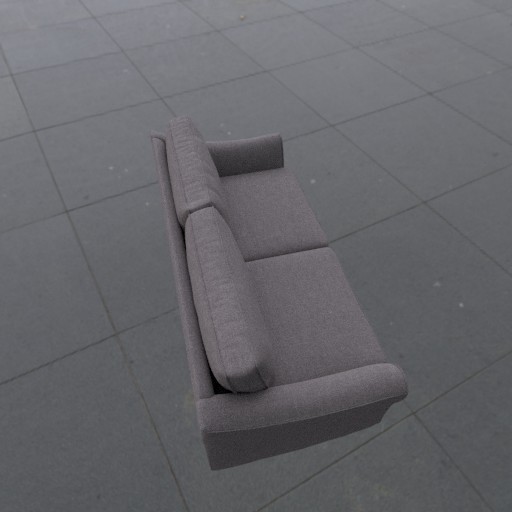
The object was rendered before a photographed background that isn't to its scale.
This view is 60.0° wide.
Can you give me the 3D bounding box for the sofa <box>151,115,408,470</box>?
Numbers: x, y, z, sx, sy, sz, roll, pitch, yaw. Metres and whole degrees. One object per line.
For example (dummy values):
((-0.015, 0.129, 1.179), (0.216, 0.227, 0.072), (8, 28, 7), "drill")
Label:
((0.000, 0.000, 2.731), (1.013, 0.976, 2.203), (-11, 49, -9), "sofa")
